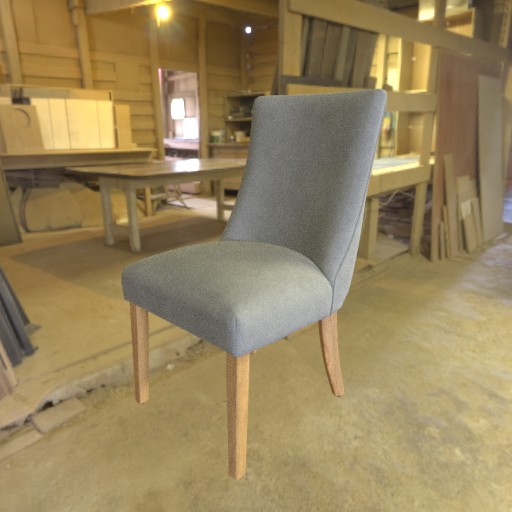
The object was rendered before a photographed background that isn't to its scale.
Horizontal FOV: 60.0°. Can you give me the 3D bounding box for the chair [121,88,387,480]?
[{"bbox_3d":[0.000,0.000,1.265,0.495,0.902,0.610,16,22,43],"label":"chair"}]
